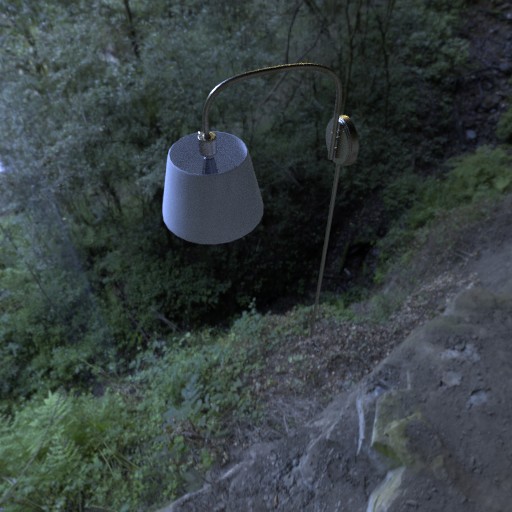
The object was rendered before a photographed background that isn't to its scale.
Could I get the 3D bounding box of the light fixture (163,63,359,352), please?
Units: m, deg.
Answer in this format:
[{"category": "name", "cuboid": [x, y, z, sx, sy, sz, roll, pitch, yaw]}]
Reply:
[{"category": "light fixture", "cuboid": [0.000, 0.000, 0.474, 0.176, 0.399, 0.092, -15, 48, -14]}]
